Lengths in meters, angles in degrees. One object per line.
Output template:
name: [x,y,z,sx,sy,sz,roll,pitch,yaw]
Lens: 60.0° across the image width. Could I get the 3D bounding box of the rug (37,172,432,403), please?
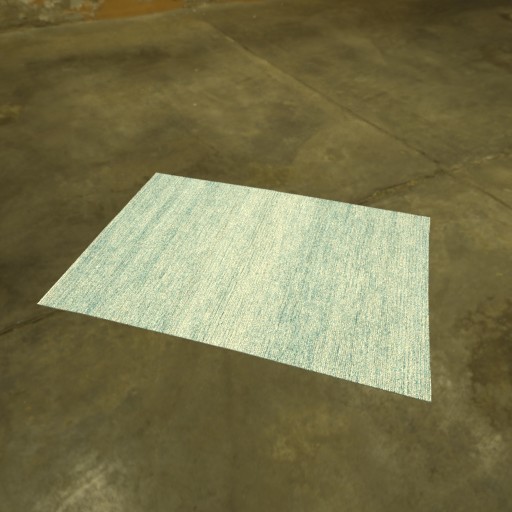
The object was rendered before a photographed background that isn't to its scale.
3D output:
rug: [0.000,0.000,3.025,2.306,0.030,1.613,11,43,13]
